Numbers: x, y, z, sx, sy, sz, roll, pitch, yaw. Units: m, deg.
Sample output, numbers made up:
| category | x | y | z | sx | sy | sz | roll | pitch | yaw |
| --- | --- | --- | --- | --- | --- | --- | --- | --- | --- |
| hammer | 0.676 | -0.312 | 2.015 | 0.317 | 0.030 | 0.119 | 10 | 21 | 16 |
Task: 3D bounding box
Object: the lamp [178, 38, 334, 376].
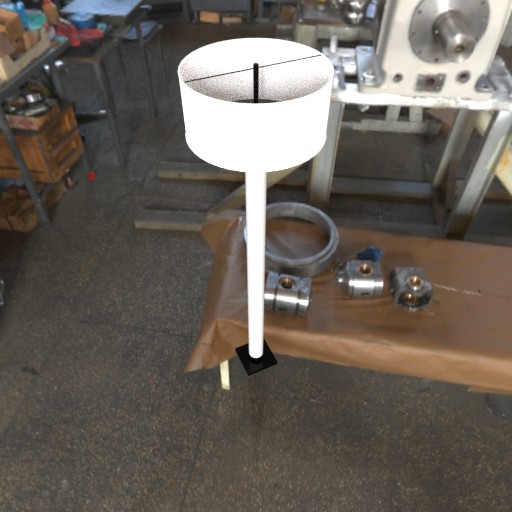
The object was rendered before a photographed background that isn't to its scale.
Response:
| category | x | y | z | sx | sy | sz | roll | pitch | yaw |
| --- | --- | --- | --- | --- | --- | --- | --- | --- | --- |
| lamp | 0.000 | 0.000 | 1.714 | 0.420 | 1.475 | 0.420 | -19 | 49 | -17 |
